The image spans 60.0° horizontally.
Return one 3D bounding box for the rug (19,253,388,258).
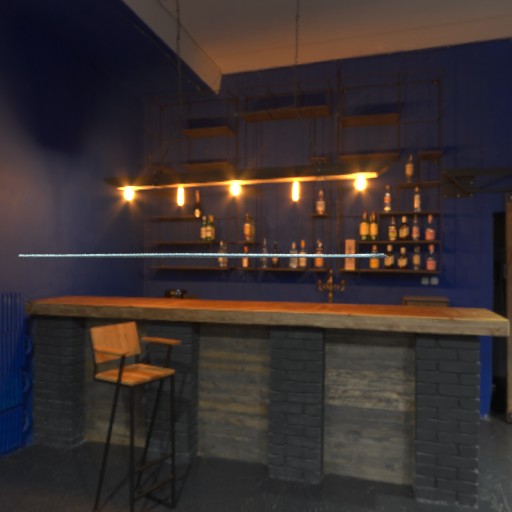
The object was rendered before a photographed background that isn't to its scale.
[{"bbox_3d":[0.000,0.000,2.900,1.611,0.026,2.260,0,0,18],"label":"rug"}]
